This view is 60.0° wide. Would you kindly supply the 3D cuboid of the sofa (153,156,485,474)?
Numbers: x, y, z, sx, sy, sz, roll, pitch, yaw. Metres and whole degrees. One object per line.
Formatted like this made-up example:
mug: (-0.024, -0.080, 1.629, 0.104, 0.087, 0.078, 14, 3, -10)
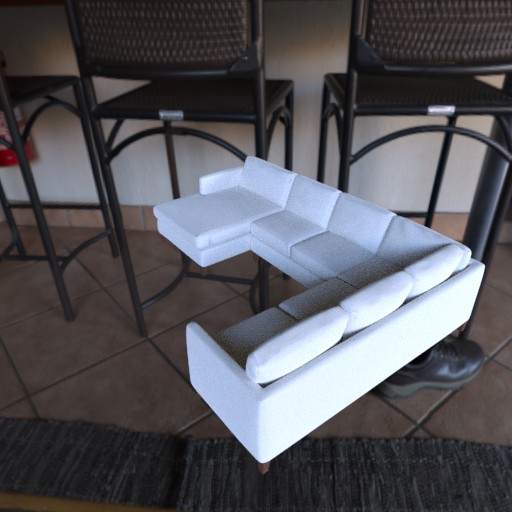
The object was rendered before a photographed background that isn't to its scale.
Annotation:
sofa: (0.000, 0.000, 4.562, 2.593, 0.956, 3.459, -21, 37, -31)
